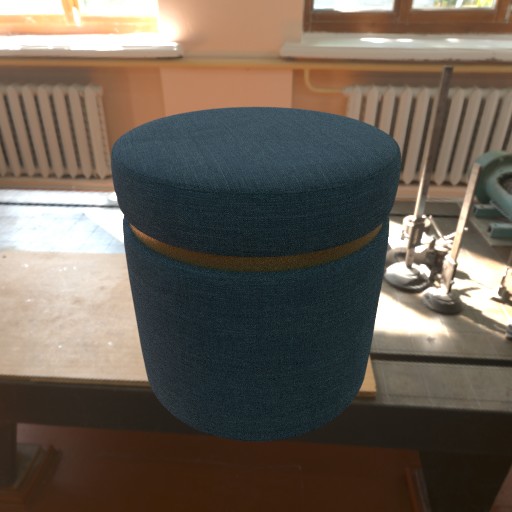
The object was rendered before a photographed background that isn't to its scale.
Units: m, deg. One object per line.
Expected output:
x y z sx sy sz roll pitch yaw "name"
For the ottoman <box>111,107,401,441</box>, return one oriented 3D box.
0.000 0.000 0.713 0.398 0.406 0.398 0 30 0 "ottoman"
